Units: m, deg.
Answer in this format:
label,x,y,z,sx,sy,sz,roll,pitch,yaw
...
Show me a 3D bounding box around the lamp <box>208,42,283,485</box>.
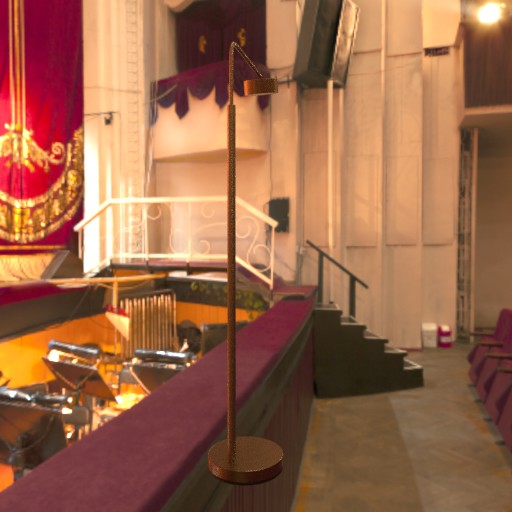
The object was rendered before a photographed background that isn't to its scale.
label,x,y,z,sx,sy,sz,roll,pitch,yaw
lamp,0.000,0.000,1.385,0.219,1.230,0.418,0,1,18
